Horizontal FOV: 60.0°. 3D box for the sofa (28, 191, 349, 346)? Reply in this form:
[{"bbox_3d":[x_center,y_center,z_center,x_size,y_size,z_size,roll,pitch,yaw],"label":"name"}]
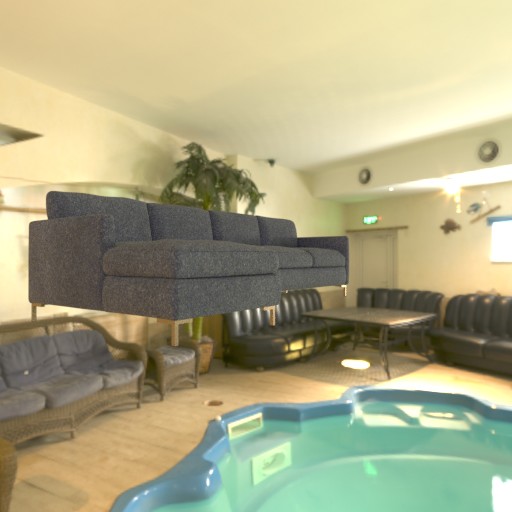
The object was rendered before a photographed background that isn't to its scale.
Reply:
[{"bbox_3d":[0.000,0.000,3.452,1.350,0.810,2.932,0,0,37],"label":"sofa"}]
